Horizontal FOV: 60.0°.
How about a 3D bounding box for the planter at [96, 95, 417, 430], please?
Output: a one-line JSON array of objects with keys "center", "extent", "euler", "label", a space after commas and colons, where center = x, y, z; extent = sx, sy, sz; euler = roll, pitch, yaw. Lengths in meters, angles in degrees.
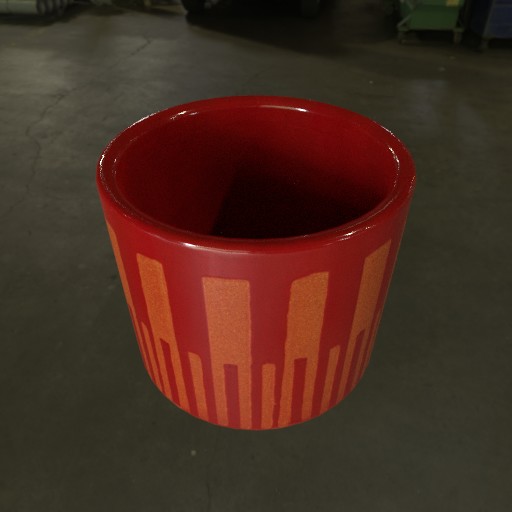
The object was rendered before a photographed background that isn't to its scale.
[{"center": [0.000, 0.000, 0.390], "extent": [0.230, 0.202, 0.230], "euler": [0, 40, 0], "label": "planter"}]
